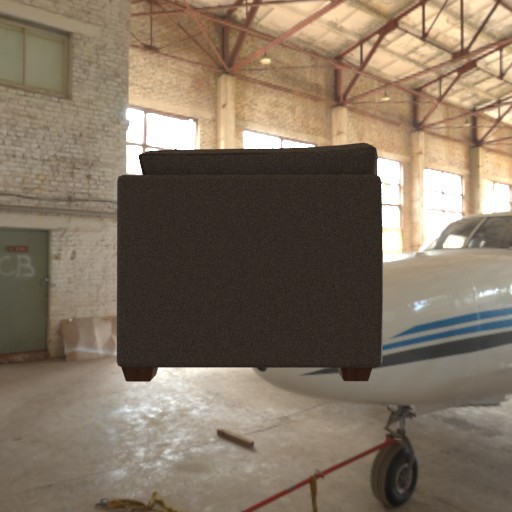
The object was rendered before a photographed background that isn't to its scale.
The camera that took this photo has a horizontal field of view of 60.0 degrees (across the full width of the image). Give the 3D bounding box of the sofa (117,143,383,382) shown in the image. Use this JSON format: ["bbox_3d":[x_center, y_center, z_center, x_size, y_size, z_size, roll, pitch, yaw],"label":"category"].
[{"bbox_3d":[0.000,0.000,2.856,1.110,1.033,2.237,0,-1,1],"label":"sofa"}]
